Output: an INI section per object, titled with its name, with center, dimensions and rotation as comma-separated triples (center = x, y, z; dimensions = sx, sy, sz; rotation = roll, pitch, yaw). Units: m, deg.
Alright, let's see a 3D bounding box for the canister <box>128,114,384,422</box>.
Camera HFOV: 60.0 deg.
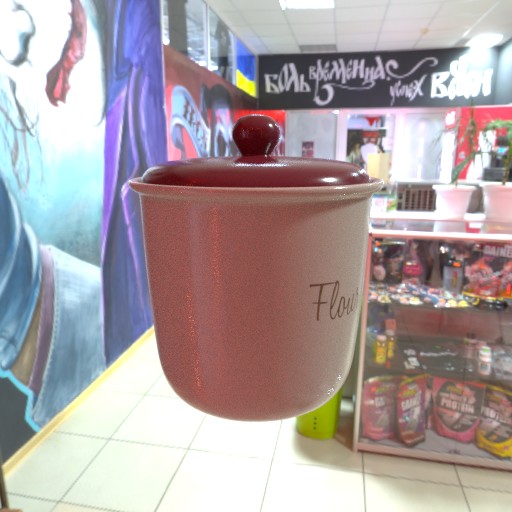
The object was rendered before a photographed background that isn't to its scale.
[canister]
center = 0.000, 0.000, 0.341
dimensions = 0.182, 0.208, 0.182
rotation = 0, 13, 0
